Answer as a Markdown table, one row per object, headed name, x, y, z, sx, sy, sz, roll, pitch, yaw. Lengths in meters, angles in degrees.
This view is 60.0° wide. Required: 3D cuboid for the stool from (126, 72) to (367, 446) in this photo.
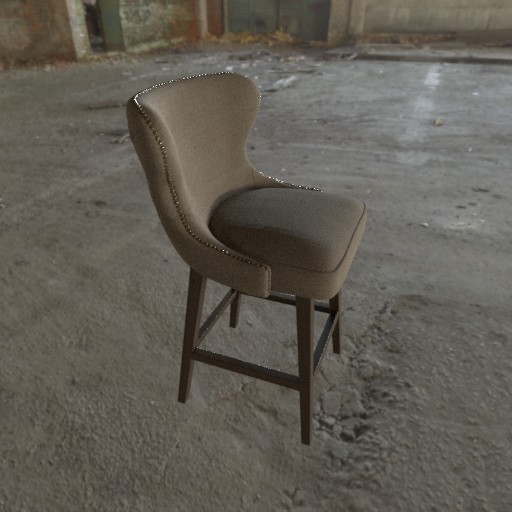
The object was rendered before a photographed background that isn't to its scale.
| name | x | y | z | sx | sy | sz | roll | pitch | yaw |
| --- | --- | --- | --- | --- | --- | --- | --- | --- | --- |
| stool | 0.000 | 0.000 | 1.359 | 0.597 | 0.972 | 0.615 | 11 | 32 | 18 |
